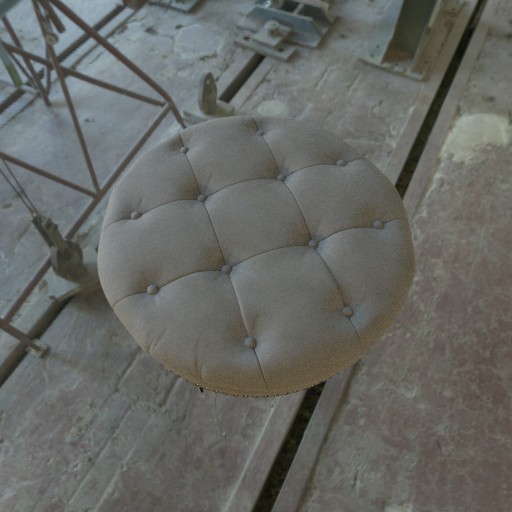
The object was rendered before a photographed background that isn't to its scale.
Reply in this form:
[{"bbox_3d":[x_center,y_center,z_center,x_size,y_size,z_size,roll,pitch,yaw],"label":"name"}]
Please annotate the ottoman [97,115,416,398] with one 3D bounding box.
[{"bbox_3d":[0.000,0.000,1.379,0.901,0.439,0.901,0,58,0],"label":"ottoman"}]
